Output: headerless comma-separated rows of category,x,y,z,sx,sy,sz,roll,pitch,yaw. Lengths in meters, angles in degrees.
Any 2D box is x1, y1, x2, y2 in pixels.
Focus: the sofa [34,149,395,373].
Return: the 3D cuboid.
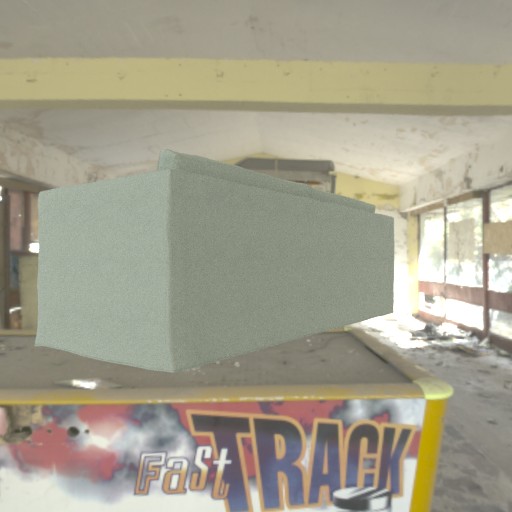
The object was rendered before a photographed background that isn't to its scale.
sofa,0.000,0.000,2.739,0.962,0.853,2.312,0,-1,37
